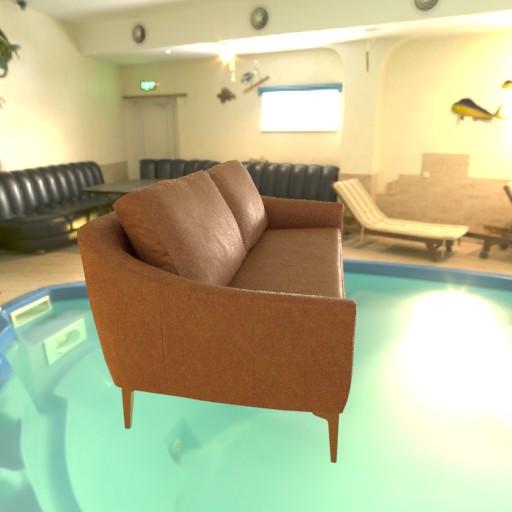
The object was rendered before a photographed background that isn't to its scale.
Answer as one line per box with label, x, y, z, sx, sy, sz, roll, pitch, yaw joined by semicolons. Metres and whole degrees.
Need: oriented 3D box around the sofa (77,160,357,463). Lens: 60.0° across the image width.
sofa;0.000;0.000;2.442;0.981;0.945;2.036;3;16;9
